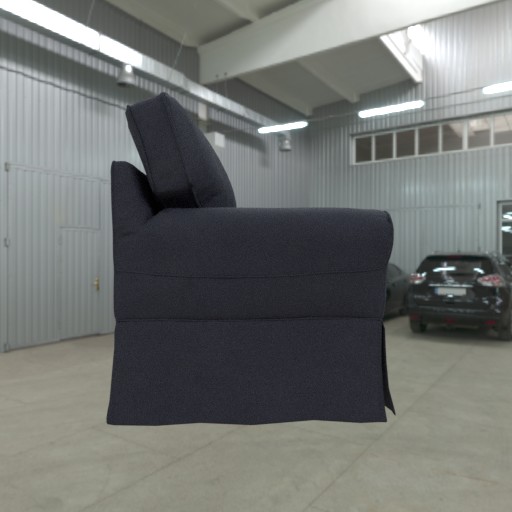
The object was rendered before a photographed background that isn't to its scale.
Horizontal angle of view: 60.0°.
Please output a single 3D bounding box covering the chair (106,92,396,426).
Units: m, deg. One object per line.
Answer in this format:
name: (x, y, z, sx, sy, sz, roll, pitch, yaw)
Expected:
chair: (0.000, 0.000, 1.964, 1.002, 1.140, 1.119, 0, 0, -1)
